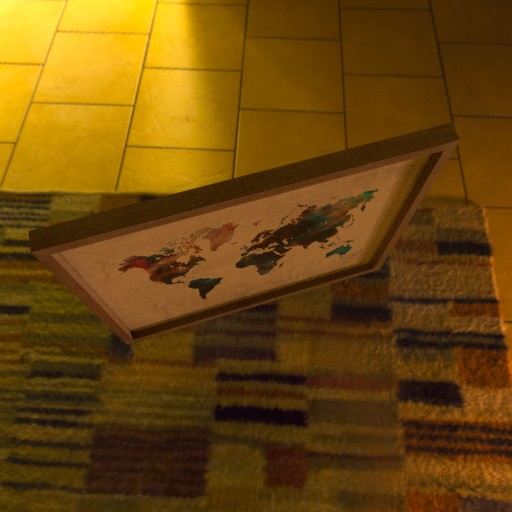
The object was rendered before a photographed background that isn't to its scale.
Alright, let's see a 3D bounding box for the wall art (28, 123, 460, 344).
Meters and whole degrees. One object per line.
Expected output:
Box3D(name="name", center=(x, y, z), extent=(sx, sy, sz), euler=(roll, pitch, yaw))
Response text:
Box3D(name="wall art", center=(0.000, 0.000, 1.772), extent=(1.320, 1.009, 0.070), euler=(-16, 65, -7))
